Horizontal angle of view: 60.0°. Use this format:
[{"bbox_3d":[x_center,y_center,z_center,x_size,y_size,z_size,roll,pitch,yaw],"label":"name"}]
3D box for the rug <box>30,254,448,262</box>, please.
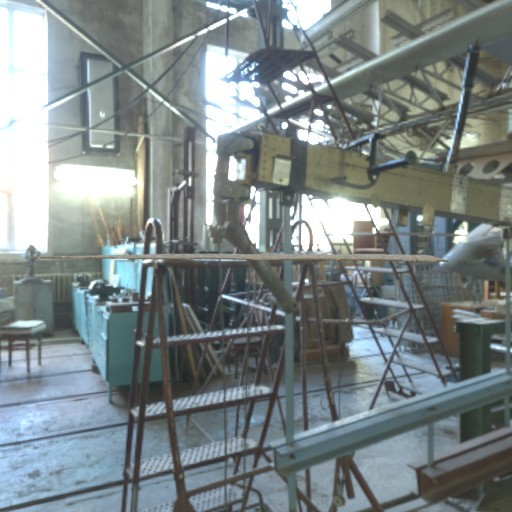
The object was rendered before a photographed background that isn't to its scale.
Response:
[{"bbox_3d":[0.000,0.000,2.817,2.135,0.013,1.524,0,1,18],"label":"rug"}]
